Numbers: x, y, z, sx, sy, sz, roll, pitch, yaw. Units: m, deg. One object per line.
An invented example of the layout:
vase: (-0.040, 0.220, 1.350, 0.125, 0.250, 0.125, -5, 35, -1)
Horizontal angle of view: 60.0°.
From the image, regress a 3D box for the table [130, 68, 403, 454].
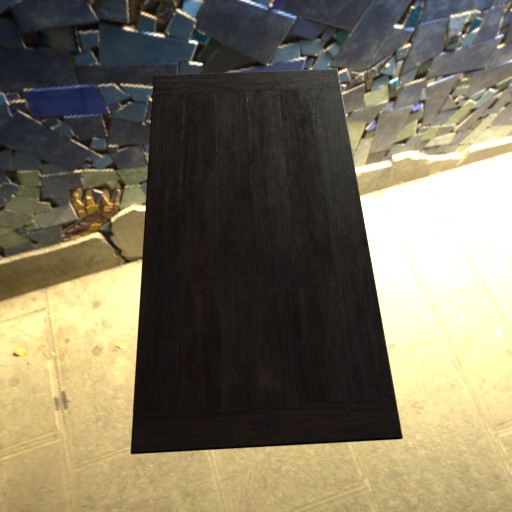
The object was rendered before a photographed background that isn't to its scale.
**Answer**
table: (0.000, 0.000, 1.587, 0.700, 0.494, 1.270, -3, 65, -1)
